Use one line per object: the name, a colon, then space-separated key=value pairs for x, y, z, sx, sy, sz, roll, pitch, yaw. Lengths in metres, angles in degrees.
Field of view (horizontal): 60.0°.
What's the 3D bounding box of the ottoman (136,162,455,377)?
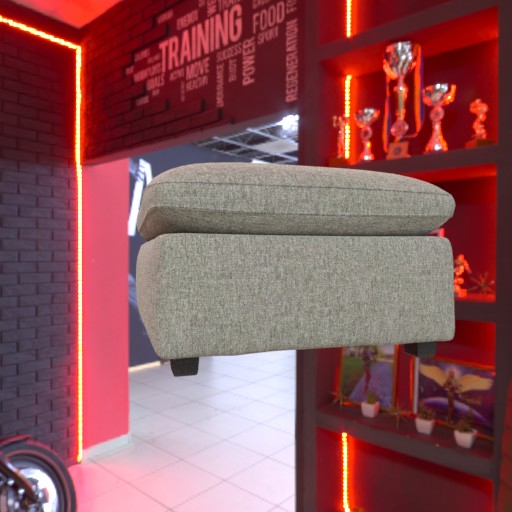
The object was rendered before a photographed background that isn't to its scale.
ottoman: x=0.000 y=0.000 z=1.337 sx=0.694 sy=0.451 sz=0.977 roll=0 pitch=0 yaw=-16
